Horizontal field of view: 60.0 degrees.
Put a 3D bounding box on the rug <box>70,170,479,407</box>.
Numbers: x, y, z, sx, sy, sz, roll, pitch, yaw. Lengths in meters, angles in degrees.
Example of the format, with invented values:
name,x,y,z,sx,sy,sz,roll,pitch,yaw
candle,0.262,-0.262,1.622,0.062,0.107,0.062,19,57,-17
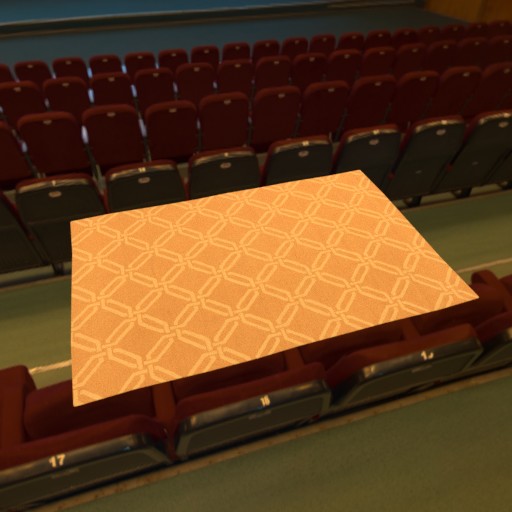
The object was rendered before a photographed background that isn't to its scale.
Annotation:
name,x,y,z,sx,sy,sz,roll,pitch,yaw
rug,0.000,0.000,2.180,1.745,0.010,1.146,-12,44,-13
